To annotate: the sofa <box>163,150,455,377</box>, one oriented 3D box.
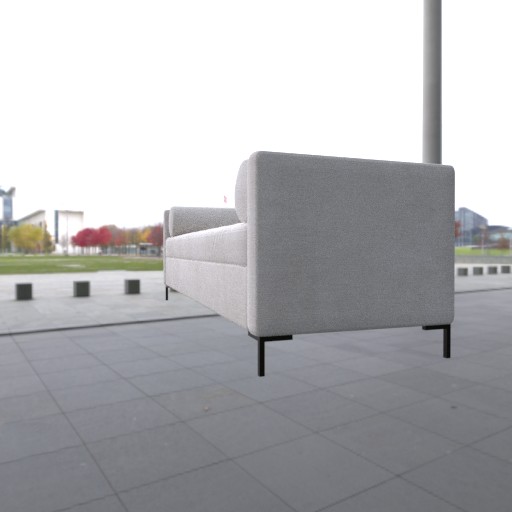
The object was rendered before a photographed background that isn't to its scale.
[{"bbox_3d":[0.000,0.000,2.246,0.686,0.635,1.981,0,1,-19],"label":"sofa"}]
